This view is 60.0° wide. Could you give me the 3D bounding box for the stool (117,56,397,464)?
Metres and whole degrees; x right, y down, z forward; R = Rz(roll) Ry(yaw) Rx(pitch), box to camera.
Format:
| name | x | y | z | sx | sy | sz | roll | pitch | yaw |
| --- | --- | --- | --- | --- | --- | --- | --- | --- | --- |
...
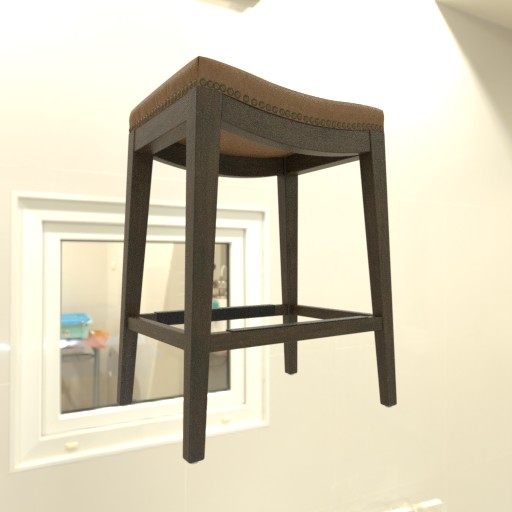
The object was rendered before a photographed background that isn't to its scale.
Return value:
| name | x | y | z | sx | sy | sz | roll | pitch | yaw |
| --- | --- | --- | --- | --- | --- | --- | --- | --- | --- |
| stool | 0.000 | 0.000 | 0.978 | 0.500 | 0.660 | 0.361 | 1 | -1 | -35 |
